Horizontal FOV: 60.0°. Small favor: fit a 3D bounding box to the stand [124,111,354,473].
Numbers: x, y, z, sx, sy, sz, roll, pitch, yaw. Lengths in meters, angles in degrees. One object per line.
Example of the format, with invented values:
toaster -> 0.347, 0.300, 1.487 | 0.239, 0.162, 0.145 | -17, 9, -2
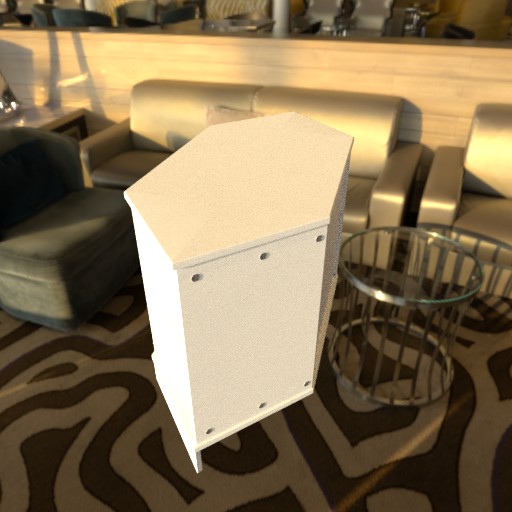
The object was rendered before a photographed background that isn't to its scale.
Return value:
stand -> 0.000, 0.000, 1.358 | 0.477, 0.614, 1.072 | 8, 33, 13
